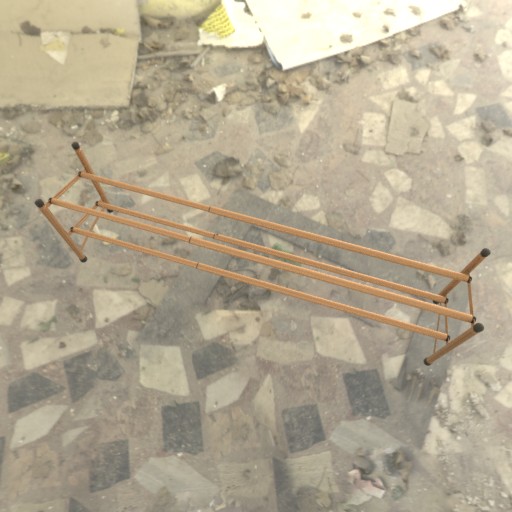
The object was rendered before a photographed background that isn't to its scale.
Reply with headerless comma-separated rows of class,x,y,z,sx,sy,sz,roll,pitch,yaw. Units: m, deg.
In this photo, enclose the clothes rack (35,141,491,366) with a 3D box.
clothes rack,0.000,0.000,1.296,1.168,0.349,0.229,16,65,8
